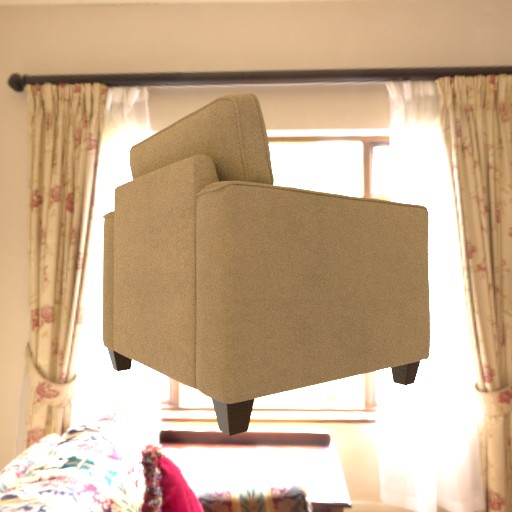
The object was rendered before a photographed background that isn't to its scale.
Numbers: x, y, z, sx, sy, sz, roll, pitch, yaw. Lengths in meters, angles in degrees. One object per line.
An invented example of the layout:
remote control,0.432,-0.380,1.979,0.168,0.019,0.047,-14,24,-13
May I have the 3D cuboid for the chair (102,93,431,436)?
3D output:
chair,0.000,0.000,1.787,0.939,0.965,1.015,1,-1,-37
